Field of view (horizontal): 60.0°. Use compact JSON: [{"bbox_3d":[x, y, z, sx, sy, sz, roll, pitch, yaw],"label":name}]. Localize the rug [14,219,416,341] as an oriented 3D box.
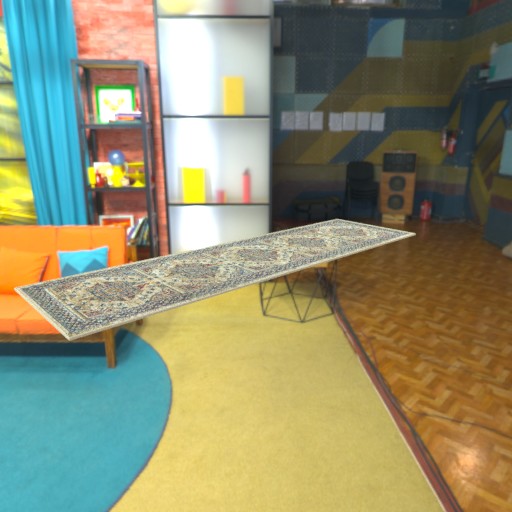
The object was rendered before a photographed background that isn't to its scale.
[{"bbox_3d":[0.000,0.000,2.470,2.297,0.013,0.661,-14,21,-40],"label":"rug"}]
